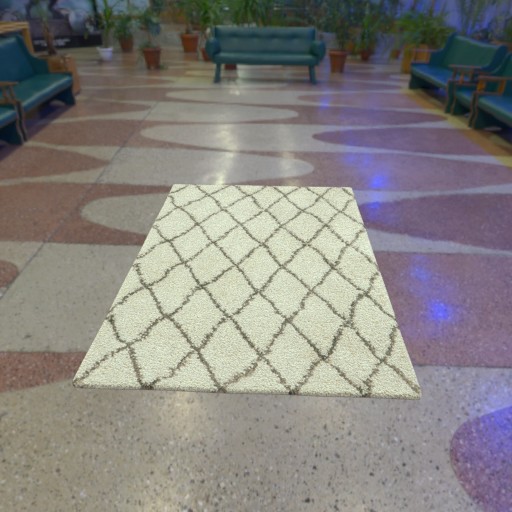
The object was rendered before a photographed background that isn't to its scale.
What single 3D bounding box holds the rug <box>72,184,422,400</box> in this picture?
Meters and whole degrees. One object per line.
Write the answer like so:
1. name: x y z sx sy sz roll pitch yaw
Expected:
1. rug: 0.000 0.000 2.284 1.219 0.030 1.778 1 32 2
